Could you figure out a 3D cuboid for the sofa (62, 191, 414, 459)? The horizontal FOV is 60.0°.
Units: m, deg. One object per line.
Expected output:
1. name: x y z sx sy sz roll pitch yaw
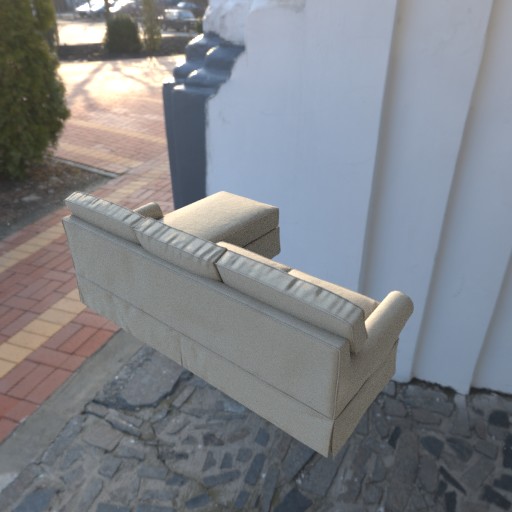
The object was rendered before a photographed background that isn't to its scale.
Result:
1. sofa: 0.000 0.000 3.416 2.475 0.978 1.733 21 36 33
